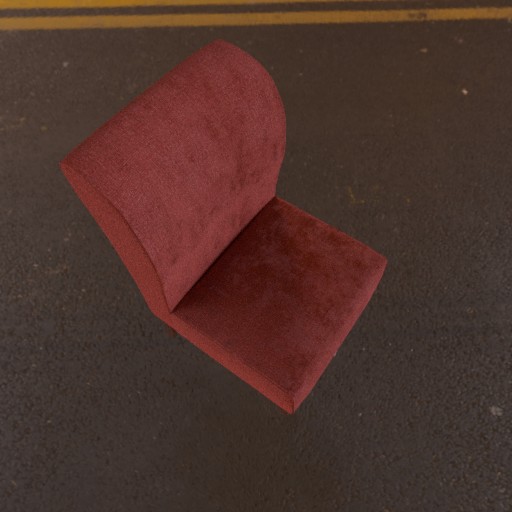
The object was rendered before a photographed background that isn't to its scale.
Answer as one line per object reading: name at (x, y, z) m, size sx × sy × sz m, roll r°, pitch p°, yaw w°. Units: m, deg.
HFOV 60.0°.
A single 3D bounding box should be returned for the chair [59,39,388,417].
chair at (0.000, 0.000, 1.259) m, size 0.640 × 0.846 × 0.538 m, roll 32°, pitch 63°, yaw 18°
